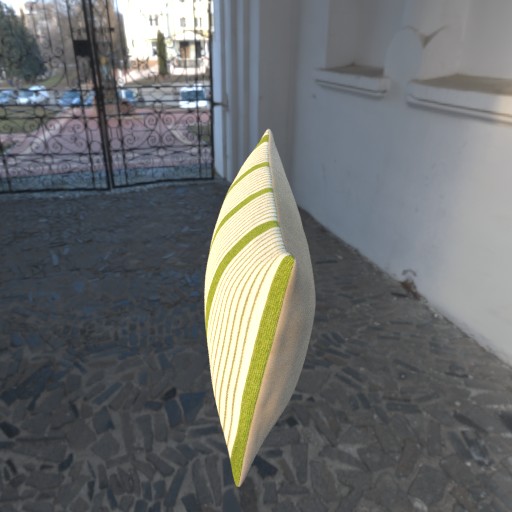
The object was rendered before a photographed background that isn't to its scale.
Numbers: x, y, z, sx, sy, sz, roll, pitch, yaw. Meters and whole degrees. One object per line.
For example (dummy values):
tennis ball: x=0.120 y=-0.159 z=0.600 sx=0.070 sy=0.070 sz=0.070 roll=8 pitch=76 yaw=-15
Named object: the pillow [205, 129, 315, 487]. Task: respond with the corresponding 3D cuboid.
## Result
pillow: x=0.000 y=0.000 z=0.712 sx=0.156 sy=0.292 sz=0.608 roll=0 pitch=26 yaw=-1
